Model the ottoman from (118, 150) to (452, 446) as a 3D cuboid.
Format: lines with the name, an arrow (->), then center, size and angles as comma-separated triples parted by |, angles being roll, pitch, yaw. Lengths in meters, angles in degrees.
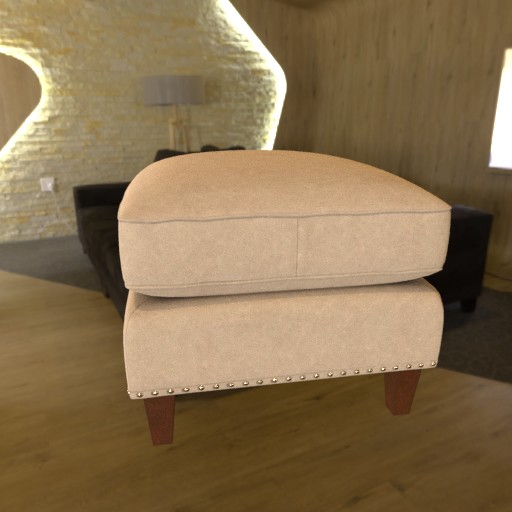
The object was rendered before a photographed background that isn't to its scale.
ottoman -> 0.000, 0.000, 1.108 | 0.584, 0.513, 0.741 | -3, 16, -10
